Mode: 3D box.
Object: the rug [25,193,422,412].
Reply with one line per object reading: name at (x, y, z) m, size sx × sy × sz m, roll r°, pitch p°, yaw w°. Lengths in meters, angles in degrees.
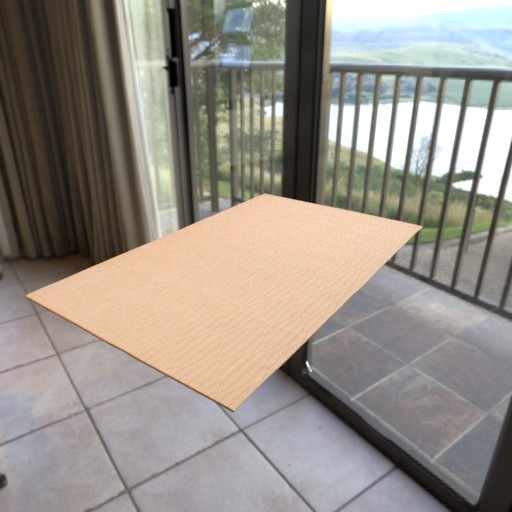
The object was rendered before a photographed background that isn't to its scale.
rug at (0.000, 0.000, 3.029) m, size 1.531 × 0.014 × 2.441 m, roll 17°, pitch 30°, yaw 32°
